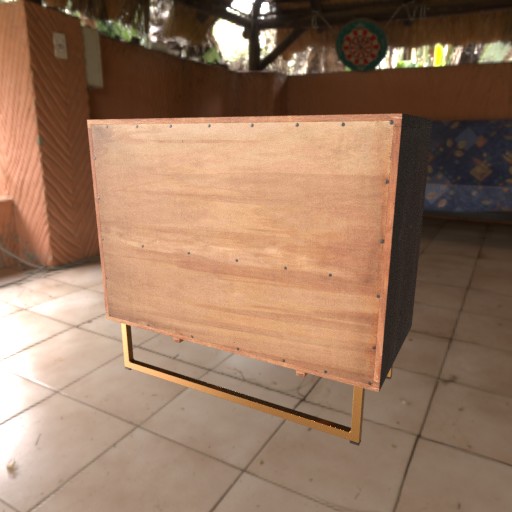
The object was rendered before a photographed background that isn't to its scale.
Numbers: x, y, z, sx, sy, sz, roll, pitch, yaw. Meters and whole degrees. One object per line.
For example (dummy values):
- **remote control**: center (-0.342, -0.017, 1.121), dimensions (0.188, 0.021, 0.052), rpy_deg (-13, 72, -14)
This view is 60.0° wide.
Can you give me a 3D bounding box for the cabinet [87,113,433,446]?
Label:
- **cabinet**: center (0.000, 0.000, 1.460), dimensions (0.950, 0.860, 0.451), rpy_deg (8, 18, 28)
